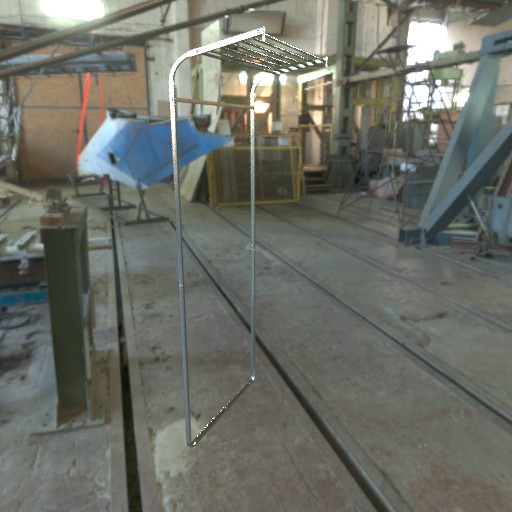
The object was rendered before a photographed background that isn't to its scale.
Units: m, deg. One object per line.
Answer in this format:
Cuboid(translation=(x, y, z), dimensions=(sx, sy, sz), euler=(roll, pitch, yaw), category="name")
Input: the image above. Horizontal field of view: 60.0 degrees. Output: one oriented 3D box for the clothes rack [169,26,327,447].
Cuboid(translation=(0.000, 0.000, 1.829), dimensions=(0.349, 1.574, 0.609), euler=(8, 17, 25), category="clothes rack")
